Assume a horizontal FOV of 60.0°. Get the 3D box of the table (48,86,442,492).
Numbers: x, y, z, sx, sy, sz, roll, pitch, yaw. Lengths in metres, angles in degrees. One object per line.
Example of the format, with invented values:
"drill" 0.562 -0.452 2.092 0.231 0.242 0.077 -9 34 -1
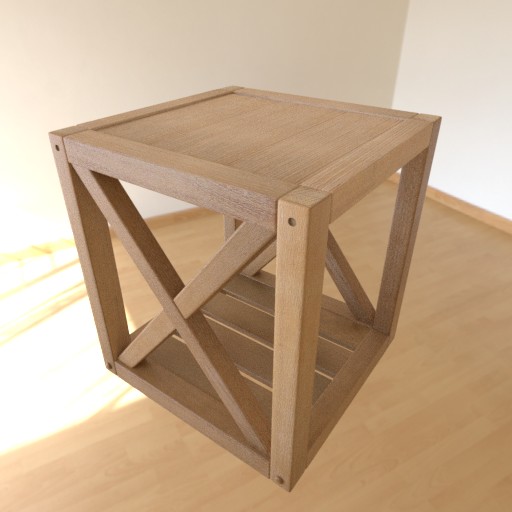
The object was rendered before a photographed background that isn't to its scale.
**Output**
"table" 0.000 0.000 1.027 0.559 0.610 0.558 21 37 30
